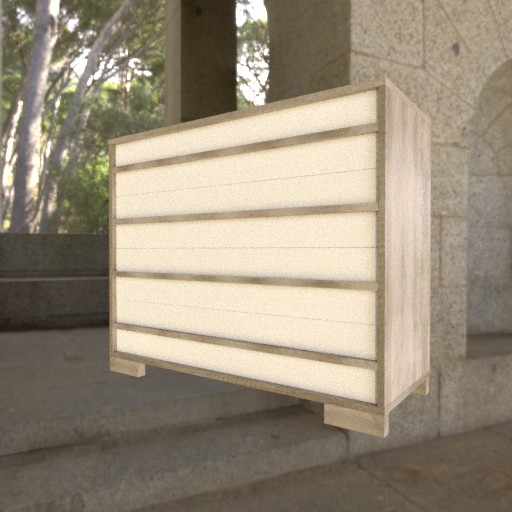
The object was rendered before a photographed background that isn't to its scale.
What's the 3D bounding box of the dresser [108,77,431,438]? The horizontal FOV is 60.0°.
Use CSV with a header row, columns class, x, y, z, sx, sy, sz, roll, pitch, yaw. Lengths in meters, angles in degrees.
class,x,y,z,sx,sy,sz,roll,pitch,yaw
dresser,0.000,0.000,1.448,0.994,0.816,0.404,1,1,35
